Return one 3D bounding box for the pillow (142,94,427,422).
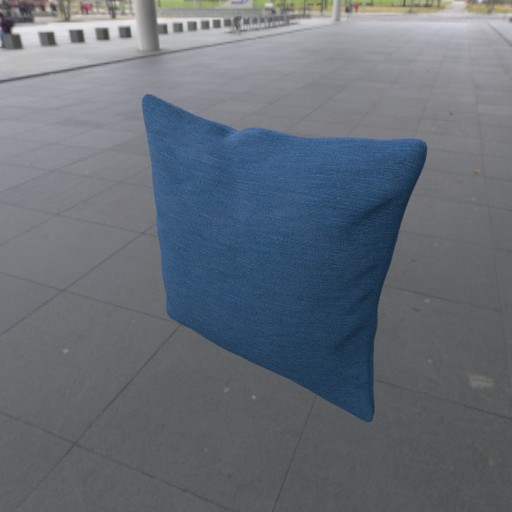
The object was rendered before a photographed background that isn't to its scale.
[{"bbox_3d":[0.000,0.000,0.666,0.437,0.420,0.177,21,36,32],"label":"pillow"}]
